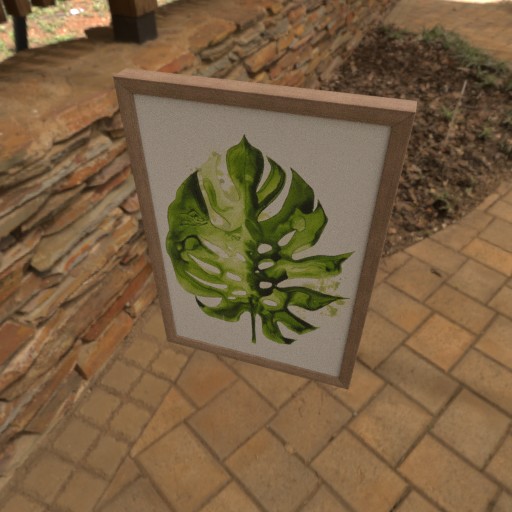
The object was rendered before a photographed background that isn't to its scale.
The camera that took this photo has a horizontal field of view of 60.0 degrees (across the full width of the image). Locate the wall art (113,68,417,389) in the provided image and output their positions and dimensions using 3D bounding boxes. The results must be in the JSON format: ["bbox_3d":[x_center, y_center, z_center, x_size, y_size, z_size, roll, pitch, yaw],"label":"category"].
[{"bbox_3d":[0.000,0.000,0.674,0.356,0.509,0.031,12,42,13],"label":"wall art"}]
